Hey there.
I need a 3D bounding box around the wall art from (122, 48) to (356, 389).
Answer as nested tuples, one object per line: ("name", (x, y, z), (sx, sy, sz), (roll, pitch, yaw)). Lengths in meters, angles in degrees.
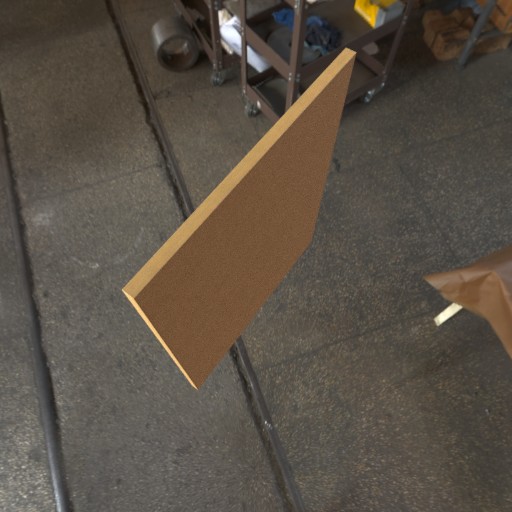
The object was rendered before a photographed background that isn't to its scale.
("wall art", (0.000, 0.000, 1.405), (0.030, 1.002, 0.798), (33, 69, 15))
